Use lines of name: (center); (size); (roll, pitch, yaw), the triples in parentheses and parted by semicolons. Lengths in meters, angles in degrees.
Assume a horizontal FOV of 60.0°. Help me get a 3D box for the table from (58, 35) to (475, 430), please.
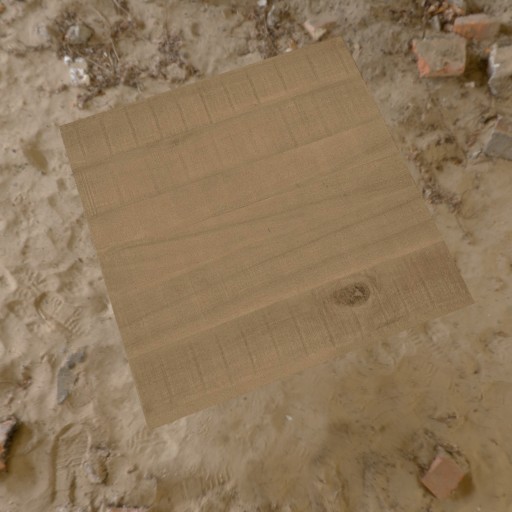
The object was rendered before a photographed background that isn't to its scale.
table: (0.000, 0.000, 0.980); (0.507, 0.589, 0.503); (-20, 77, -5)
